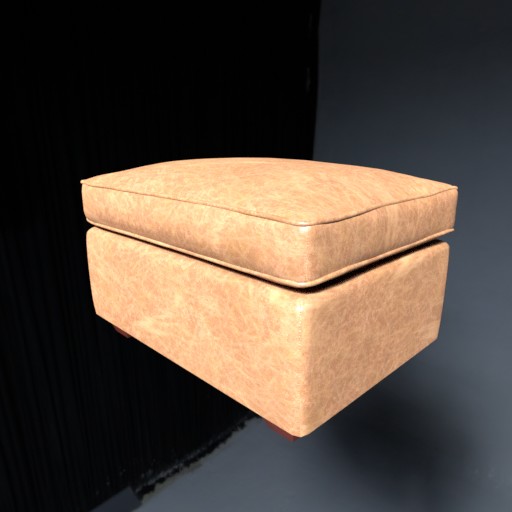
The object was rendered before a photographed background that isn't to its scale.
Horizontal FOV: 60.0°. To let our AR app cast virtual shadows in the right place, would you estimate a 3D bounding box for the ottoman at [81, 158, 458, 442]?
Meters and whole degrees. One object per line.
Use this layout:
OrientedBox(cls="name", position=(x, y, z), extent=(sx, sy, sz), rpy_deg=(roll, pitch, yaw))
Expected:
OrientedBox(cls="ottoman", position=(0.000, 0.000, 1.095), extent=(0.554, 0.468, 0.756), rpy_deg=(-15, 22, -43))
